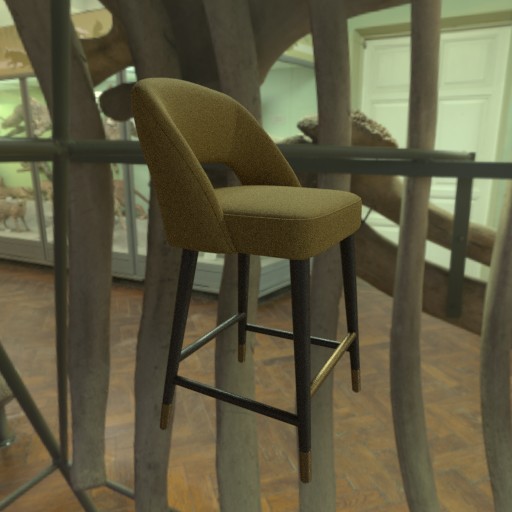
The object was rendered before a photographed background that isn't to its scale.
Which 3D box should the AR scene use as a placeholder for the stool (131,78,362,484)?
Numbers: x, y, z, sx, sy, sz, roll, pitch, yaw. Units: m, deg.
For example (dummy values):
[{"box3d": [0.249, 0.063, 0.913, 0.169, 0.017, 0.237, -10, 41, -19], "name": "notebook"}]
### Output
[{"box3d": [0.000, 0.000, 1.225, 0.522, 0.939, 0.536, 8, 16, 27], "name": "stool"}]
